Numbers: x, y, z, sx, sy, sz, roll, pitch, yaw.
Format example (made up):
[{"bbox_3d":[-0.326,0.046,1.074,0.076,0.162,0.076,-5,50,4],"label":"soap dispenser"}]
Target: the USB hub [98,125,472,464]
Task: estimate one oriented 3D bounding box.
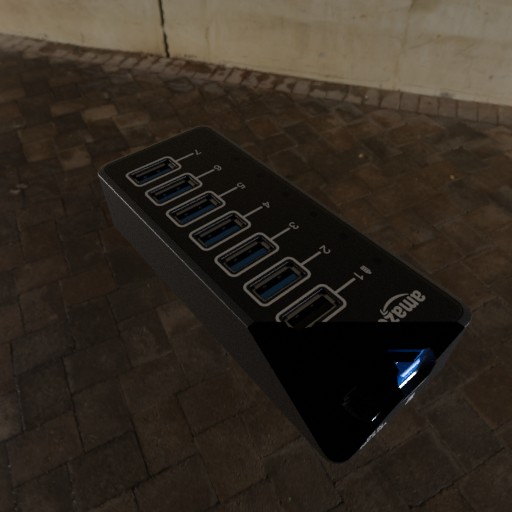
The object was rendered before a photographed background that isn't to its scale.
[{"bbox_3d":[0.000,0.000,0.130,0.044,0.023,0.110,-31,54,-26],"label":"USB hub"}]
